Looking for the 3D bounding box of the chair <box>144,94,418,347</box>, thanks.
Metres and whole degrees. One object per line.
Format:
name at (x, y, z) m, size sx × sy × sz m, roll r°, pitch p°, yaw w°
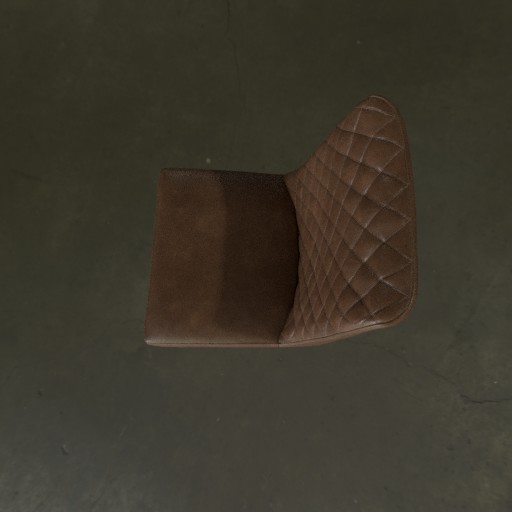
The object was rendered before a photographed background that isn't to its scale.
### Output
chair at (0.000, 0.000, 1.228) m, size 0.587 × 0.889 × 0.508 m, roll 2°, pitch 76°, yaw 1°
